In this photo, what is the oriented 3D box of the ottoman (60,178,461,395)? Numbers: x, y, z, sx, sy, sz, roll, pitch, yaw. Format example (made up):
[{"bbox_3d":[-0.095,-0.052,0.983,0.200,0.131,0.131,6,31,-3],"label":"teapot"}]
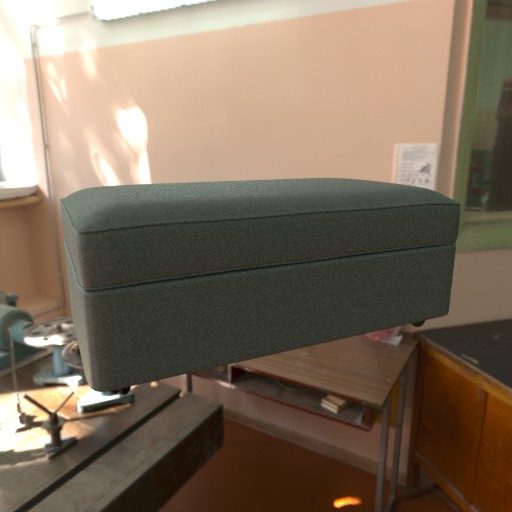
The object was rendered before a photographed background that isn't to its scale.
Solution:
[{"bbox_3d":[0.000,0.000,1.510,1.173,0.494,0.681,-7,15,-25],"label":"ottoman"}]
